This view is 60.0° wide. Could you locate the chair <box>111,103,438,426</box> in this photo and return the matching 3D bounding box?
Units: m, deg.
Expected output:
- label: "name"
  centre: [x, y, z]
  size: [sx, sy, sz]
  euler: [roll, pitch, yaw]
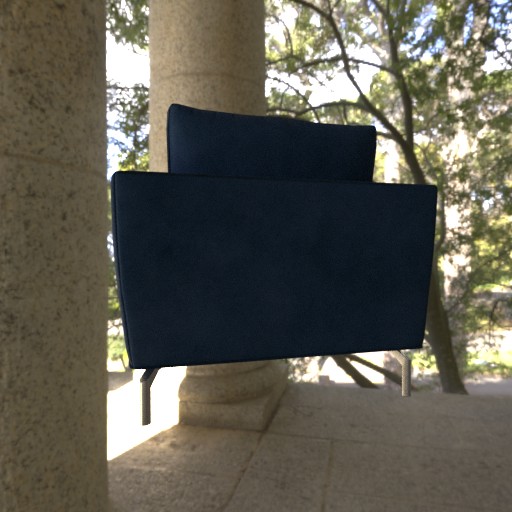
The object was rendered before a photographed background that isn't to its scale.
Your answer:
- label: "chair"
  centre: [0.000, 0.000, 1.591]
  size: [0.977, 0.893, 0.746]
  euler: [0, 1, -17]
